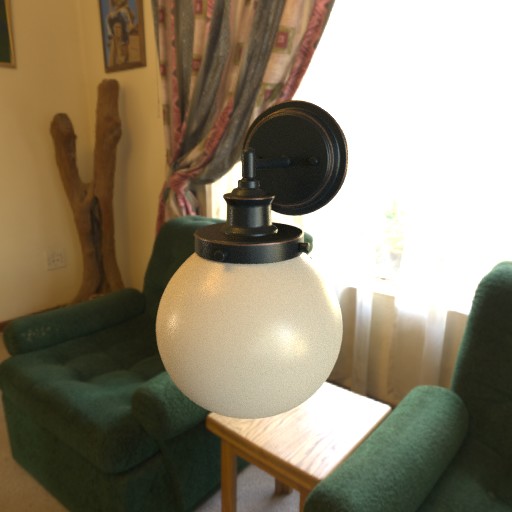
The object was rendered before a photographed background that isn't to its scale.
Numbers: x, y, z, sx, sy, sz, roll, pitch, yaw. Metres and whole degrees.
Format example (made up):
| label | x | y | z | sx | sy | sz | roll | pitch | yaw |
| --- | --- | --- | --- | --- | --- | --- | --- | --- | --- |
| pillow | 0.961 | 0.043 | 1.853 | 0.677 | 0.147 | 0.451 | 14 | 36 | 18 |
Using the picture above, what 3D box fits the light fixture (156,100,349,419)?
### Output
| label | x | y | z | sx | sy | sz | roll | pitch | yaw |
| --- | --- | --- | --- | --- | --- | --- | --- | --- | --- |
| light fixture | 0.000 | 0.000 | 0.474 | 0.197 | 0.332 | 0.230 | 7 | 16 | 24 |
